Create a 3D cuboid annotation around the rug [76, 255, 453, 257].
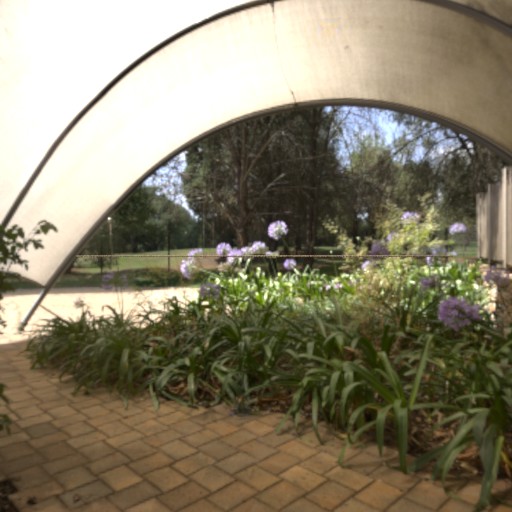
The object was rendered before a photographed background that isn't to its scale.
[{"bbox_3d":[0.000,0.000,2.978,2.432,0.006,1.520,0,0,17],"label":"rug"}]
